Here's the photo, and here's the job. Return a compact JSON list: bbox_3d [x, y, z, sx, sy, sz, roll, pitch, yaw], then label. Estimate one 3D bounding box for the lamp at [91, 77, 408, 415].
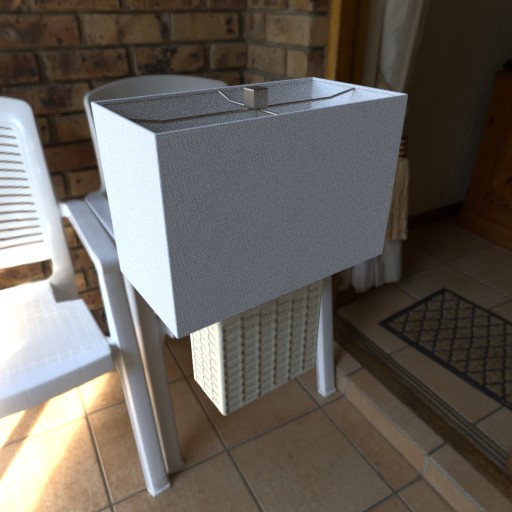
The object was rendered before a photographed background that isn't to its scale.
[{"bbox_3d":[0.000,0.000,0.715,0.380,0.515,0.200,-19,35,-30],"label":"lamp"}]
